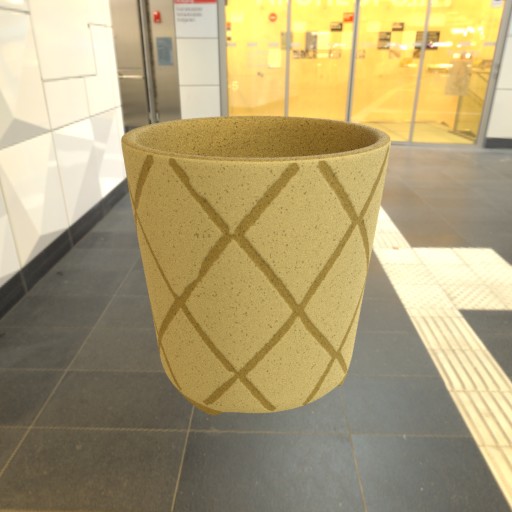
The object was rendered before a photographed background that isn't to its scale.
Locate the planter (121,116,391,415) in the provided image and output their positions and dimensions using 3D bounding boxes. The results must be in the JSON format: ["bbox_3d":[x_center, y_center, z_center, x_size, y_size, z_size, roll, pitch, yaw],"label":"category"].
[{"bbox_3d":[0.000,0.000,0.365,0.191,0.199,0.191,0,24,0],"label":"planter"}]
